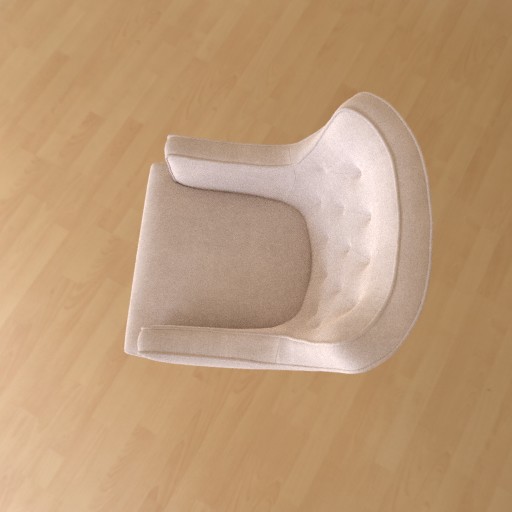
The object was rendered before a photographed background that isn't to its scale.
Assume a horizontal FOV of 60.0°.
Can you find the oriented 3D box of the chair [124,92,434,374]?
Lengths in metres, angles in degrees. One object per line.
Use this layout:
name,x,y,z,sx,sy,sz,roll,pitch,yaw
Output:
chair,0.000,0.000,1.570,0.910,0.920,0.781,4,75,1
